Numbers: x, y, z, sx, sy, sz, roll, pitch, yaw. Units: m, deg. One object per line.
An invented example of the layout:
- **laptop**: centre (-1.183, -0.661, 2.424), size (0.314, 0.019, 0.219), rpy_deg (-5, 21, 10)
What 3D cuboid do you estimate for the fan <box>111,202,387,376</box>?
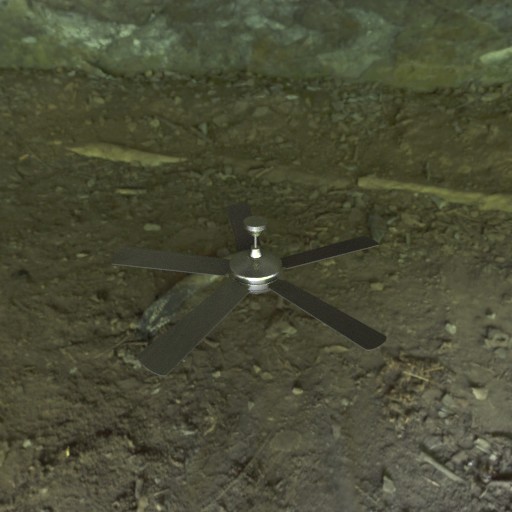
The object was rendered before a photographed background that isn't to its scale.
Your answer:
- **fan**: centre (0.000, 0.000, 2.004), size (1.321, 0.356, 1.321), rpy_deg (-20, 38, -28)
